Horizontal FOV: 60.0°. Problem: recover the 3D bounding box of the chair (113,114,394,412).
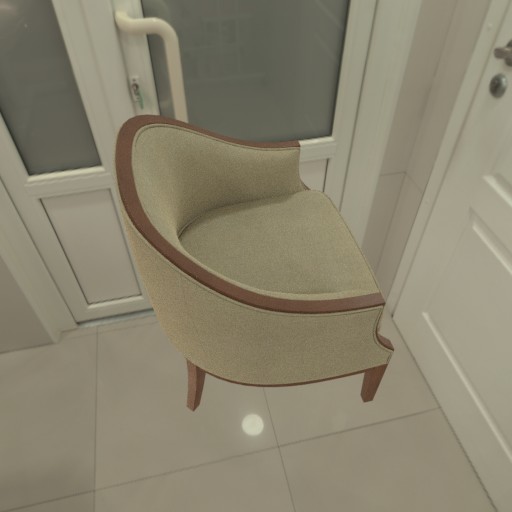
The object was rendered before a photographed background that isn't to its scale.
[{"bbox_3d":[0.000,0.000,1.464,0.735,0.876,0.803,-10,48,-9],"label":"chair"}]
